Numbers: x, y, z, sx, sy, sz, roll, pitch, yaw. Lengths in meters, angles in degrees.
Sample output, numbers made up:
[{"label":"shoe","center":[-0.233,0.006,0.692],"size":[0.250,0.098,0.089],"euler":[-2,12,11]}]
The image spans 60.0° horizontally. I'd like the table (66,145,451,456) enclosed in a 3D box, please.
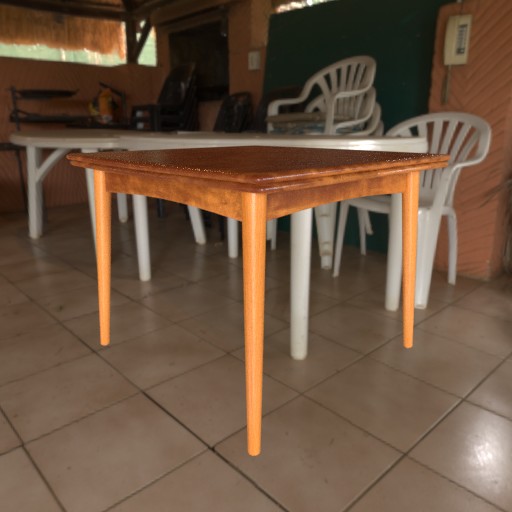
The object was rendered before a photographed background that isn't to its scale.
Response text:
[{"label":"table","center":[0.000,0.000,1.675],"size":[0.991,0.754,0.991],"euler":[-16,23,-42]}]
